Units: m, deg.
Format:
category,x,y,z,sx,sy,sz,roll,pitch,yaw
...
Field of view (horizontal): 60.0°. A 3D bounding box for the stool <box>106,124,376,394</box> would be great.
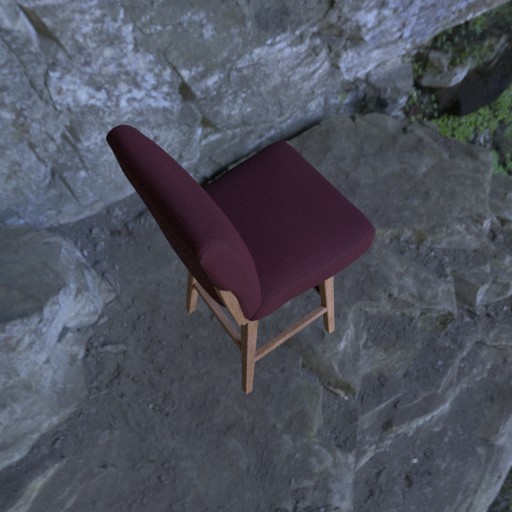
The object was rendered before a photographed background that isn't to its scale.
category,x,y,z,sx,sy,sz,roll,pitch,yaw
stool,0.000,0.000,1.441,0.562,1.093,0.468,-32,64,-18
